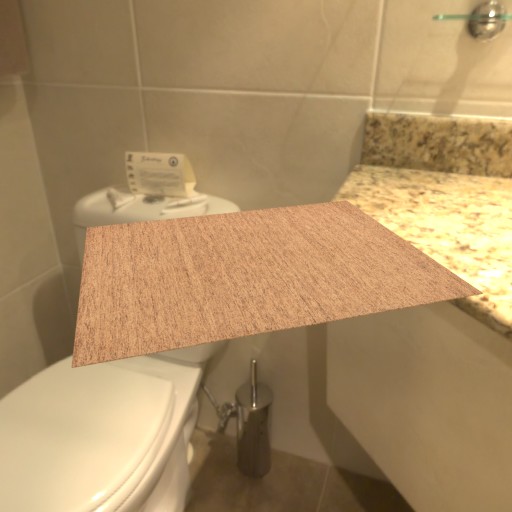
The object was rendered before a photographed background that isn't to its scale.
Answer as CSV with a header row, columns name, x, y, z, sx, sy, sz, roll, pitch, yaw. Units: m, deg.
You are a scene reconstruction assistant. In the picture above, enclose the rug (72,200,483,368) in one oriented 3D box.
name,x,y,z,sx,sy,sz,roll,pitch,yaw
rug,0.000,0.000,4.307,3.205,0.013,2.448,-8,27,-15
